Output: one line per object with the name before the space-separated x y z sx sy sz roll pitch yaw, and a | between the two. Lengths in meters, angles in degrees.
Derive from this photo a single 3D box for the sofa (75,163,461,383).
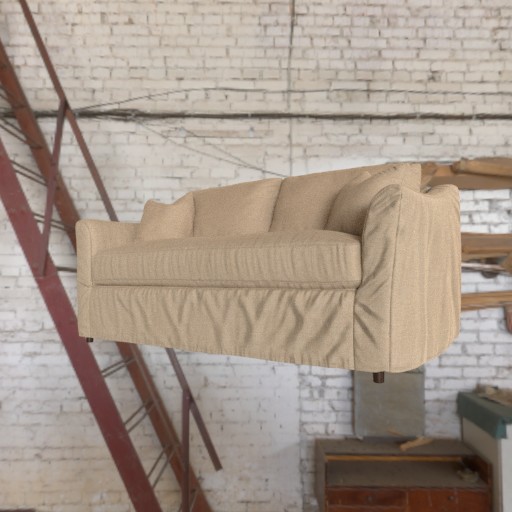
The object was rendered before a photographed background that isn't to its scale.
sofa | 0.000 0.000 2.542 2.010 1.018 1.072 -2 -3 35
